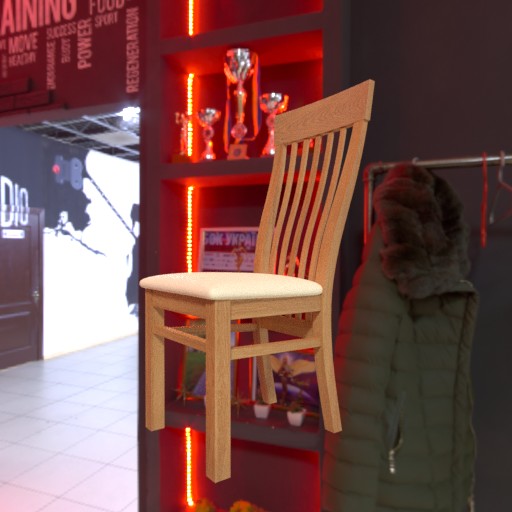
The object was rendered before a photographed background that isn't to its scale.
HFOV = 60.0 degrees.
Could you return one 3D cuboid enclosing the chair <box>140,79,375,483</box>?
[{"bbox_3d":[0.000,0.000,1.351,0.580,1.050,0.450,-1,1,-37],"label":"chair"}]
